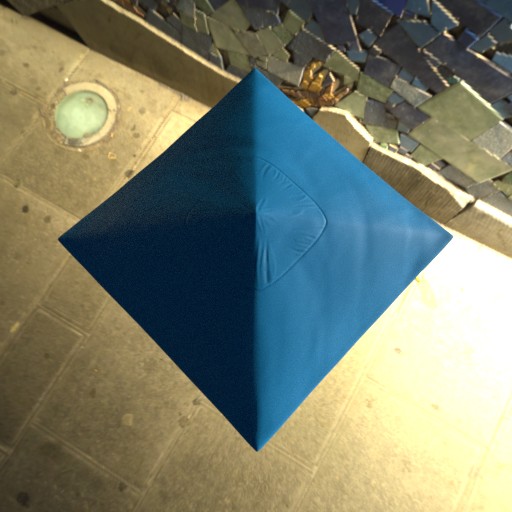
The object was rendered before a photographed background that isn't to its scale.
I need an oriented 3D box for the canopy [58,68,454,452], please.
[{"bbox_3d":[0.000,0.000,5.400,2.998,2.997,2.996,44,79,10],"label":"canopy"}]
